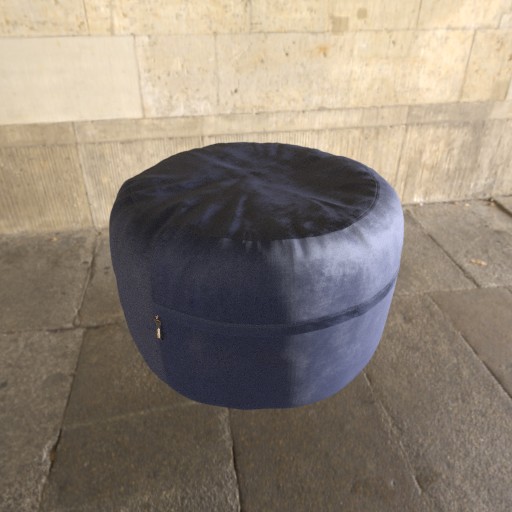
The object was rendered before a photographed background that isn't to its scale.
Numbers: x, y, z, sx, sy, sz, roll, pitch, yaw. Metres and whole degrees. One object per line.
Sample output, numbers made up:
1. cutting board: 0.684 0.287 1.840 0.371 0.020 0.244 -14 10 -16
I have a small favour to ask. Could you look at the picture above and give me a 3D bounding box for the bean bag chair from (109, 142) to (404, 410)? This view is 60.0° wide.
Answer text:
1. bean bag chair: 0.000 0.000 1.978 1.219 0.762 1.219 0 32 0
